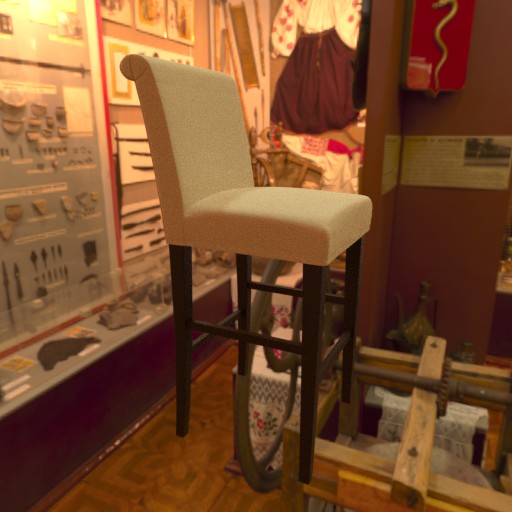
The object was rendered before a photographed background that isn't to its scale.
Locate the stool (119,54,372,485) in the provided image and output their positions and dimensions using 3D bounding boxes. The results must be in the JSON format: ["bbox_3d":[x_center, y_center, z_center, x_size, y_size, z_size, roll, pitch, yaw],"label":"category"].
[{"bbox_3d":[0.000,0.000,1.365,0.597,1.124,0.452,8,17,26],"label":"stool"}]
